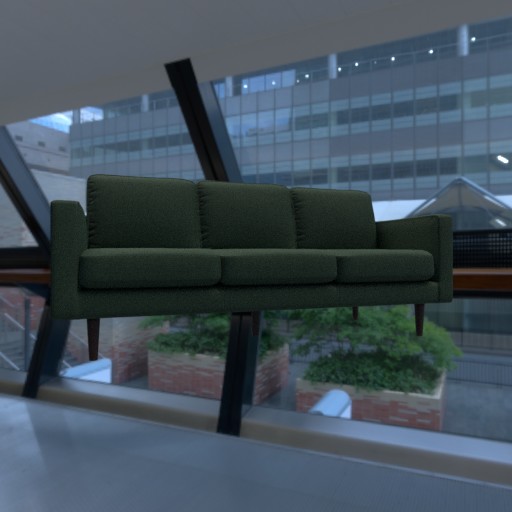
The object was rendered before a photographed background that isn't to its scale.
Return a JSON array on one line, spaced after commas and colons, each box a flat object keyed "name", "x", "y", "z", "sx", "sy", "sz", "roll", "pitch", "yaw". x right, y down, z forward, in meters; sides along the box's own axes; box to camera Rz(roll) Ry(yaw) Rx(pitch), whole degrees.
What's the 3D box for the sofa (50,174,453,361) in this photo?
[{"name": "sofa", "x": 0.000, "y": 0.000, "z": 2.479, "sx": 2.029, "sy": 0.899, "sz": 0.879, "roll": 0, "pitch": 0, "yaw": -20}]
